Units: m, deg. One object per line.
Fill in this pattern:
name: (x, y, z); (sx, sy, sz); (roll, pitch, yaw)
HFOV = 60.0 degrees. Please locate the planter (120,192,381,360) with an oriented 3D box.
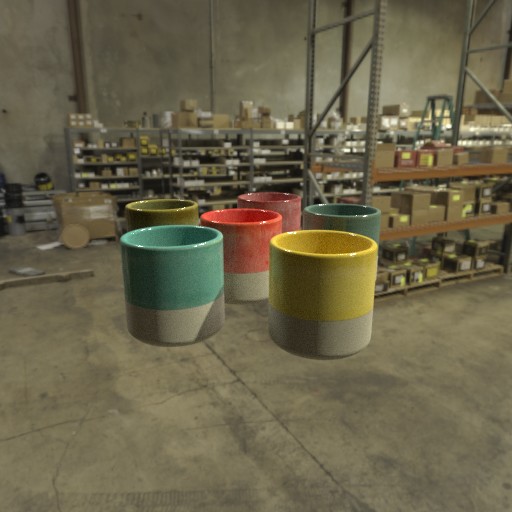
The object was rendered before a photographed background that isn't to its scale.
planter: (0.000, 0.000, 0.412); (0.257, 0.075, 0.286); (-8, 18, -28)
